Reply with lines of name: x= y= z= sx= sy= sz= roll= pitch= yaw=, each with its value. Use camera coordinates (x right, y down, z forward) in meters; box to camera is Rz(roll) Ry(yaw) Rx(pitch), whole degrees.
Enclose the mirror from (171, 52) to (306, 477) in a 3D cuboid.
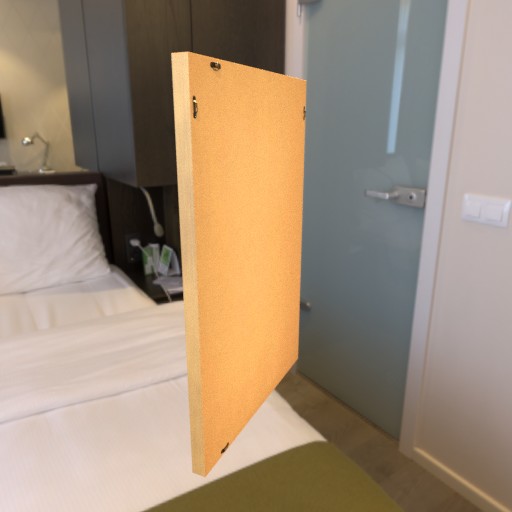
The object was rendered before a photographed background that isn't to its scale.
mirror: x=0.000 y=0.000 z=1.176 sx=0.041 sy=0.915 sz=0.609 roll=8 pitch=18 yaw=25
